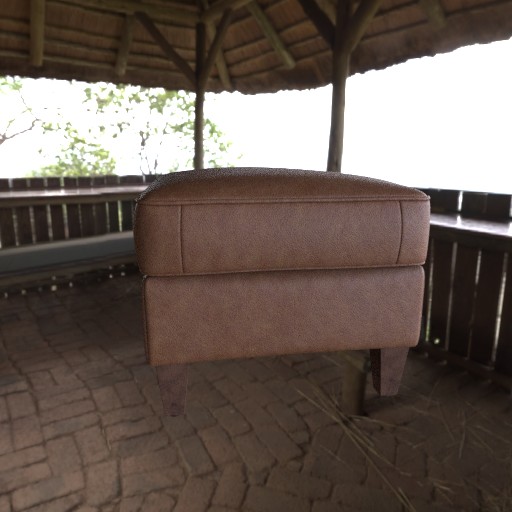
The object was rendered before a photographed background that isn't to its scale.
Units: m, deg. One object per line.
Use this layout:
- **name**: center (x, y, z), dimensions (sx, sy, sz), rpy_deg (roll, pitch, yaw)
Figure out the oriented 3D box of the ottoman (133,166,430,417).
- **ottoman**: center (0.000, 0.000, 1.231), dimensions (0.584, 0.483, 0.864), rpy_deg (-2, 13, -9)
